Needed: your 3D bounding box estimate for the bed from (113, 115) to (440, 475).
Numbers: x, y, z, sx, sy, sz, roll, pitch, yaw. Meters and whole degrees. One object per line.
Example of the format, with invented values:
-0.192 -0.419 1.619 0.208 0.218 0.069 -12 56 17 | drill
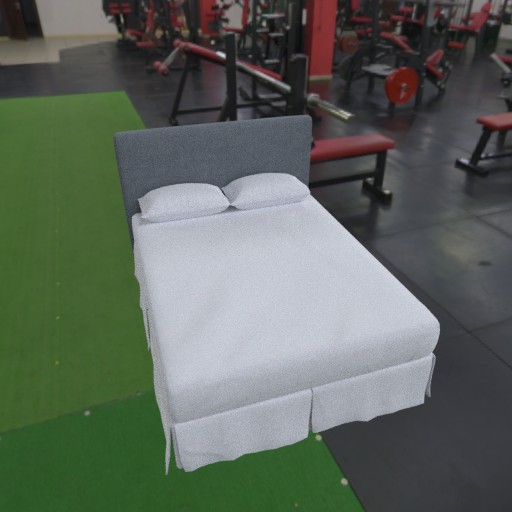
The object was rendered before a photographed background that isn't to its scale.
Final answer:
0.000 0.000 3.133 1.713 1.330 2.142 -10 34 -15 | bed
